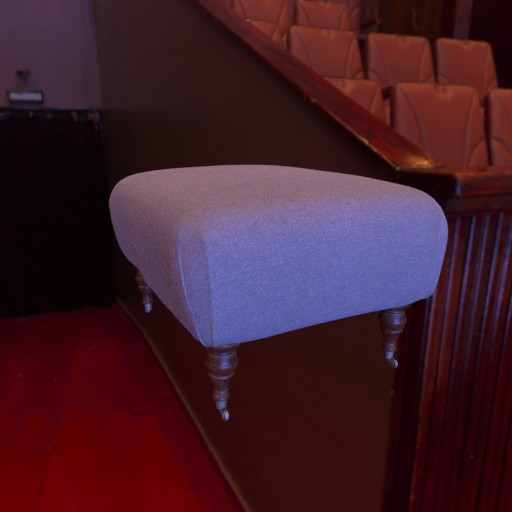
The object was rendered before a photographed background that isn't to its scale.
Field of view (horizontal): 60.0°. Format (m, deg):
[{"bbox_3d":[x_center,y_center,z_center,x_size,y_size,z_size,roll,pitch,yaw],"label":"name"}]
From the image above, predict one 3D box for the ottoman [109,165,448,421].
[{"bbox_3d":[0.000,0.000,1.160,0.622,0.450,0.747,-8,17,-26],"label":"ottoman"}]
